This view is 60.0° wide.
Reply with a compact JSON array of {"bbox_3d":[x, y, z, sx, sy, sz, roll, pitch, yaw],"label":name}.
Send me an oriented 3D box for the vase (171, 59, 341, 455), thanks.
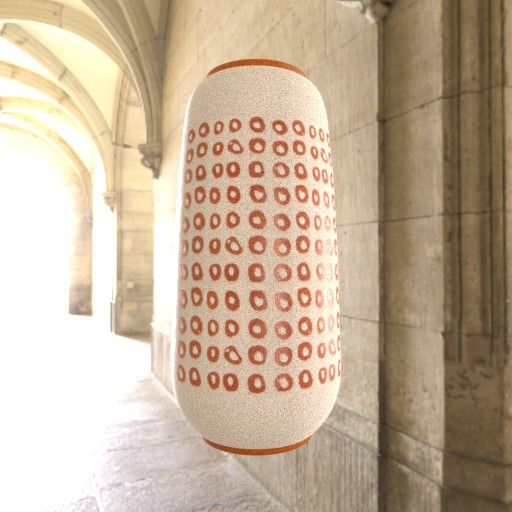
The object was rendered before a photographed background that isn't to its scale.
[{"bbox_3d":[0.000,0.000,0.355,0.133,0.282,0.133,0,-1,0],"label":"vase"}]
